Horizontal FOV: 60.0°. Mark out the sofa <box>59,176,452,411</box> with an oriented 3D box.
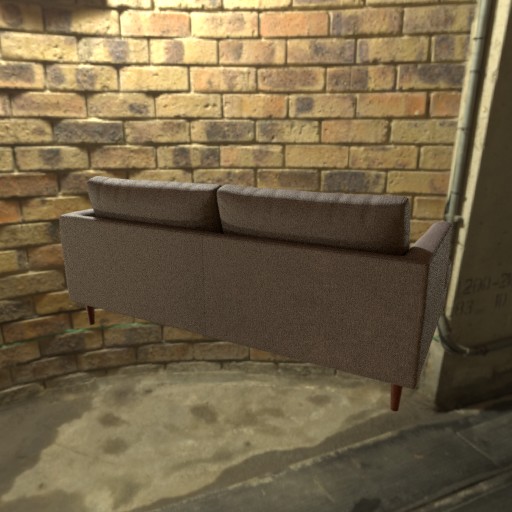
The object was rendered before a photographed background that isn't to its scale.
[{"bbox_3d":[0.000,0.000,2.478,1.948,0.868,1.020,8,18,27],"label":"sofa"}]
